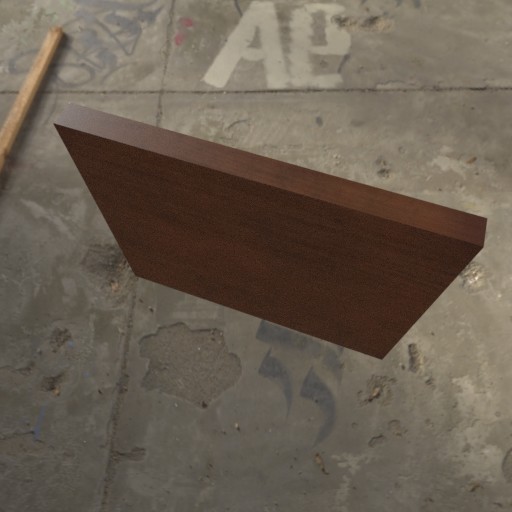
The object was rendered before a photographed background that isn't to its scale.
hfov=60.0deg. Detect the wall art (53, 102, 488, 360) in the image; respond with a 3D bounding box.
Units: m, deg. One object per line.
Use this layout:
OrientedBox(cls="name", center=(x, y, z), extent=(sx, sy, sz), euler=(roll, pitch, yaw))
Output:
OrientedBox(cls="wall art", center=(0.000, 0.000, 0.540), extent=(0.401, 0.328, 0.030), euler=(18, 63, 9))
